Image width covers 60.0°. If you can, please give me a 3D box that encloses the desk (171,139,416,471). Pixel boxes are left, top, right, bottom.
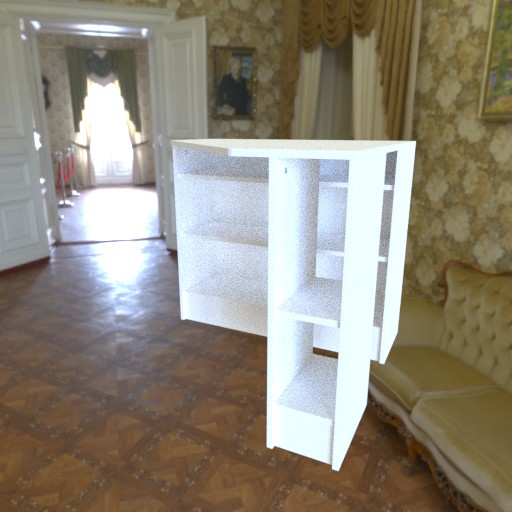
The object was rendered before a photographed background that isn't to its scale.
[{"bbox_3d":[0.000,0.000,1.649,0.940,0.818,0.926,8,18,25],"label":"desk"}]
